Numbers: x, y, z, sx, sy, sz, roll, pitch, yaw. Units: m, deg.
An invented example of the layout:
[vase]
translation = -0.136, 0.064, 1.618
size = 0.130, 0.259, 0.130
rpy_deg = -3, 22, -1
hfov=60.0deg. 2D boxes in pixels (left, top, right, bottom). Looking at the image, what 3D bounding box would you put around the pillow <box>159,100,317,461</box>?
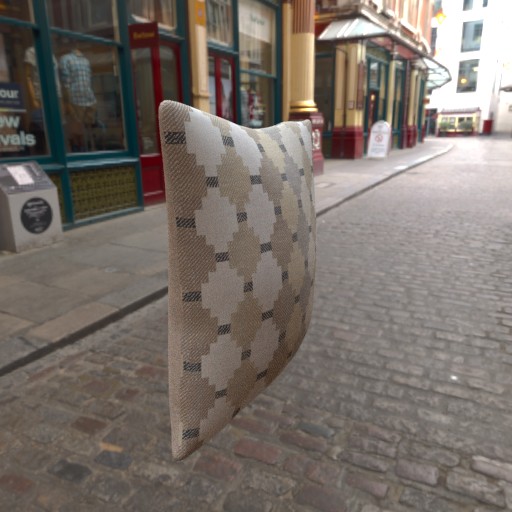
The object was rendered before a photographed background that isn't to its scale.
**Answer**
[pillow]
translation = 0.000, 0.000, 0.883
size = 0.192, 0.558, 0.578
rpy_deg = 8, 18, 25
